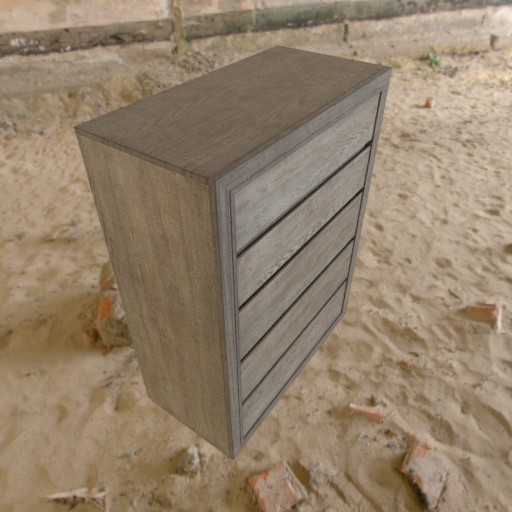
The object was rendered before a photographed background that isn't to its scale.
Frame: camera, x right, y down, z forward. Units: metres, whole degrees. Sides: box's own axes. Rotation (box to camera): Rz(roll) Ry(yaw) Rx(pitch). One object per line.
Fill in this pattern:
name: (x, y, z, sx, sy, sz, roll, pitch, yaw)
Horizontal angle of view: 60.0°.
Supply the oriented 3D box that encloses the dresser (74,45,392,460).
dresser: (0.000, 0.000, 1.767, 0.483, 1.295, 0.967, 25, 46, 27)
